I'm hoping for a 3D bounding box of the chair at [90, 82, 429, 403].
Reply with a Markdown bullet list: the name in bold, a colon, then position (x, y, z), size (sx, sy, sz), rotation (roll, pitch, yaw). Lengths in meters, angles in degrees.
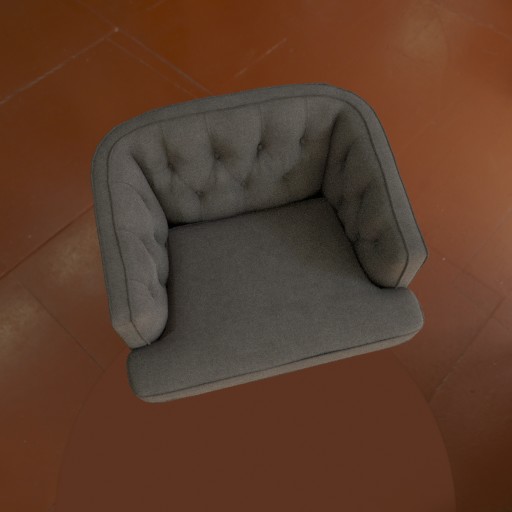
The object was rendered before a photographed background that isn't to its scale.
- **chair**: position (0.000, 0.000, 1.787), size (1.104, 0.852, 0.941), rotation (-12, 64, -6)
